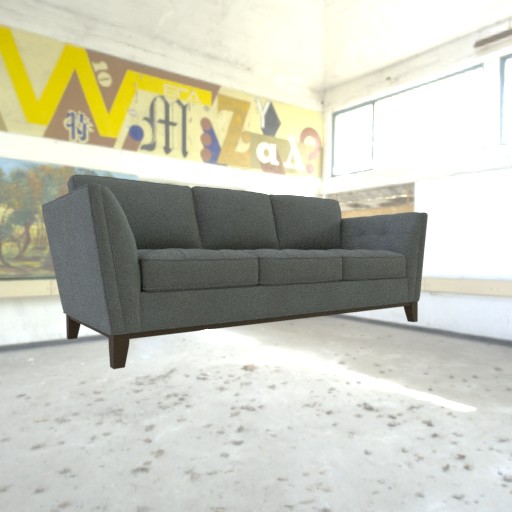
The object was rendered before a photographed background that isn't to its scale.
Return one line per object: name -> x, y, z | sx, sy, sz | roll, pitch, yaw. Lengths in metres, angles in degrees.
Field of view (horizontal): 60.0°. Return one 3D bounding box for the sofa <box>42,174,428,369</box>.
sofa -> 0.000, 0.000, 2.888 | 2.387, 0.940, 0.965 | 0, 1, -36
